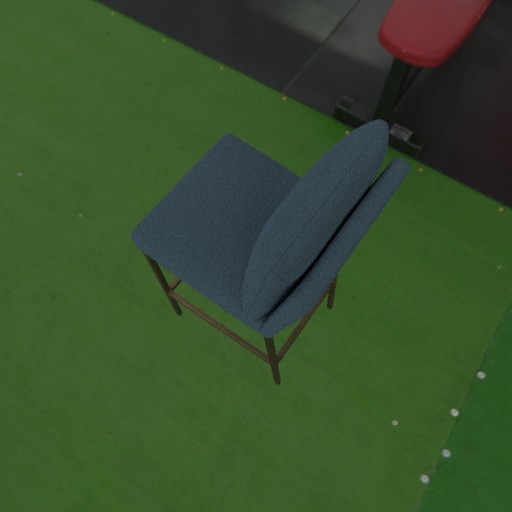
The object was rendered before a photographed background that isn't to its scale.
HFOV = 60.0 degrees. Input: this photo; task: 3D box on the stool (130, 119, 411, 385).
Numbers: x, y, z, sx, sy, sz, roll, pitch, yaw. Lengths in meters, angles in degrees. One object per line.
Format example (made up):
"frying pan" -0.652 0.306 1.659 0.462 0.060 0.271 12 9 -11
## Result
"stool" 0.000 0.000 1.434 0.568 1.124 0.463 34 70 14
